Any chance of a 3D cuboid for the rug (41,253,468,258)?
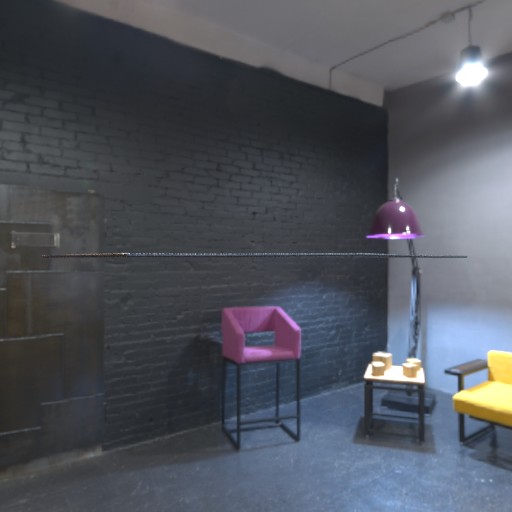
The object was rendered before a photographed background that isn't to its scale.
[{"bbox_3d":[0.000,0.000,2.954,2.349,0.030,1.624,0,0,-36],"label":"rug"}]
